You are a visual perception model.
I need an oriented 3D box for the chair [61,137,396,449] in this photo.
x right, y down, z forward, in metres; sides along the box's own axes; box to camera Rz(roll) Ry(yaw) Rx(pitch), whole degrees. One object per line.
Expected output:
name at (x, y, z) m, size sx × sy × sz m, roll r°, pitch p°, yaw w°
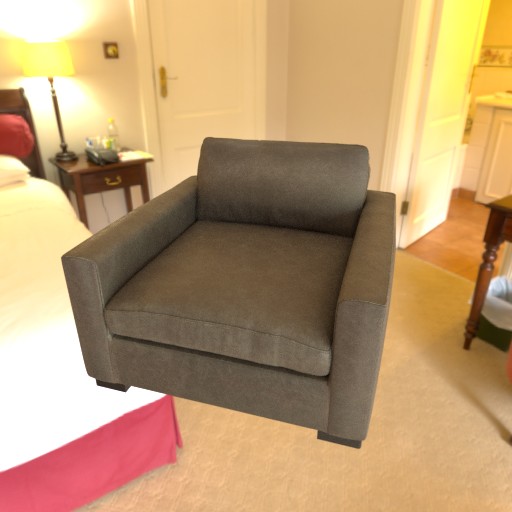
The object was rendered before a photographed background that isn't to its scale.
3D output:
chair at (0.000, 0.000, 1.848) m, size 1.106 × 0.807 × 1.080 m, roll 8°, pitch 27°, yaw 16°
